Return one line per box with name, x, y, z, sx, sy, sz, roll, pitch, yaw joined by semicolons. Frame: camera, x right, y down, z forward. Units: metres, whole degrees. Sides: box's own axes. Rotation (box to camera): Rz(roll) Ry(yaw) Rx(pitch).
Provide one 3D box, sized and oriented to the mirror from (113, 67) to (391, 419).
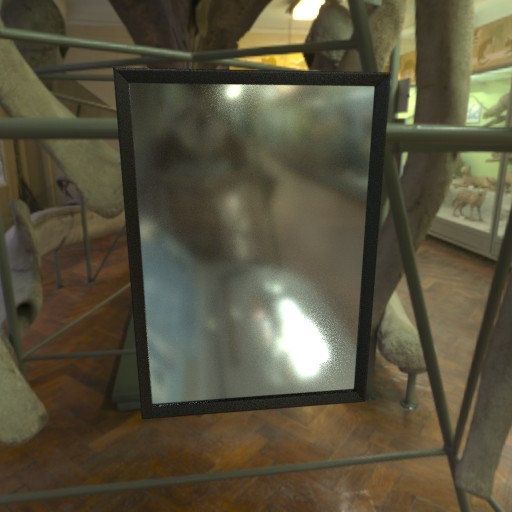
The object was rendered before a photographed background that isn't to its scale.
mirror;0.000;0.000;0.917;0.507;0.710;0.039;-2;16;-7
